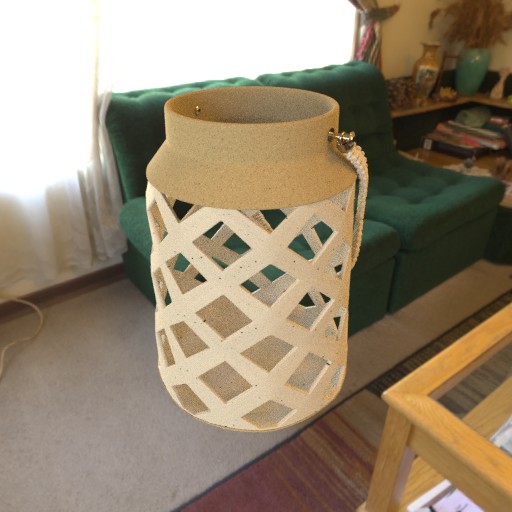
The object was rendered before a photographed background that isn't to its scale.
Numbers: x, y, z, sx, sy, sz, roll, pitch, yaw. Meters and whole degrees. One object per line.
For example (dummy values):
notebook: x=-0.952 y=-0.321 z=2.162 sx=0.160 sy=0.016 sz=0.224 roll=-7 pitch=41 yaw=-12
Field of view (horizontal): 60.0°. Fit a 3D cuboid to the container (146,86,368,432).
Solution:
container: x=0.000 y=0.000 z=0.339 sx=0.163 sy=0.229 sz=0.172 roll=21 pitch=37 yaw=30
